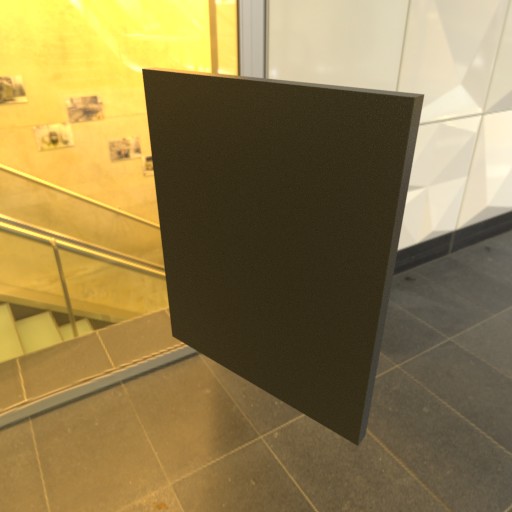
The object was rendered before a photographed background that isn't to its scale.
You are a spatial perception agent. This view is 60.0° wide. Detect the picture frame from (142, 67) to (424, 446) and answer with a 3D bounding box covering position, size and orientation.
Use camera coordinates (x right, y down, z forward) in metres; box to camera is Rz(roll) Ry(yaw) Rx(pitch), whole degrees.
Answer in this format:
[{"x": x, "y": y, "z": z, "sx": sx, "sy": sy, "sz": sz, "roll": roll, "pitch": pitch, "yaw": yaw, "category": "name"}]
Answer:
[{"x": 0.000, "y": 0.000, "z": 0.745, "sx": 0.460, "sy": 0.556, "sz": 0.028, "roll": 21, "pitch": 35, "yaw": 33, "category": "picture frame"}]
